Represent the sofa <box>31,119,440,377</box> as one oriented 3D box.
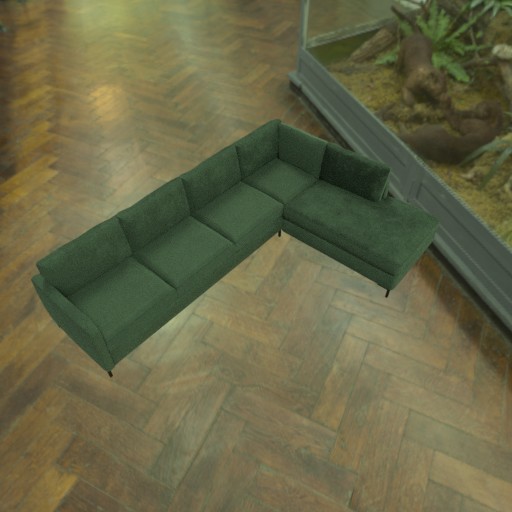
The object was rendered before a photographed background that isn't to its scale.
[{"bbox_3d":[0.000,0.000,3.183,1.707,0.687,2.486,32,54,27],"label":"sofa"}]
